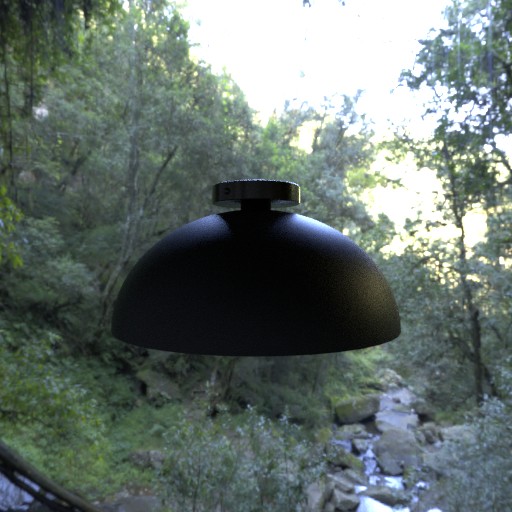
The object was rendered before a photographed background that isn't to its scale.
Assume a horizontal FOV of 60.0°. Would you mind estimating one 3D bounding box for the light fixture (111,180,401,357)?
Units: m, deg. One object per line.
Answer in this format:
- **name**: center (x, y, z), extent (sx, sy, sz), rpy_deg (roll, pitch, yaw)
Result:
- **light fixture**: center (0.000, 0.000, 0.570), extent (0.355, 0.177, 0.355), rpy_deg (0, 0, 0)
